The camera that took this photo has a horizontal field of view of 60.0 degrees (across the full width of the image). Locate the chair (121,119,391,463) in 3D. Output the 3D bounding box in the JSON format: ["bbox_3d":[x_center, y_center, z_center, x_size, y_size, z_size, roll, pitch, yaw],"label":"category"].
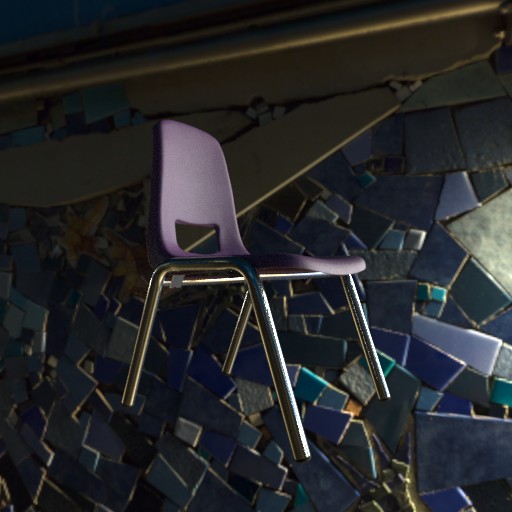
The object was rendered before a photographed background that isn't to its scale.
[{"bbox_3d":[0.000,0.000,0.871,0.419,0.584,0.356,-1,-1,35],"label":"chair"}]
